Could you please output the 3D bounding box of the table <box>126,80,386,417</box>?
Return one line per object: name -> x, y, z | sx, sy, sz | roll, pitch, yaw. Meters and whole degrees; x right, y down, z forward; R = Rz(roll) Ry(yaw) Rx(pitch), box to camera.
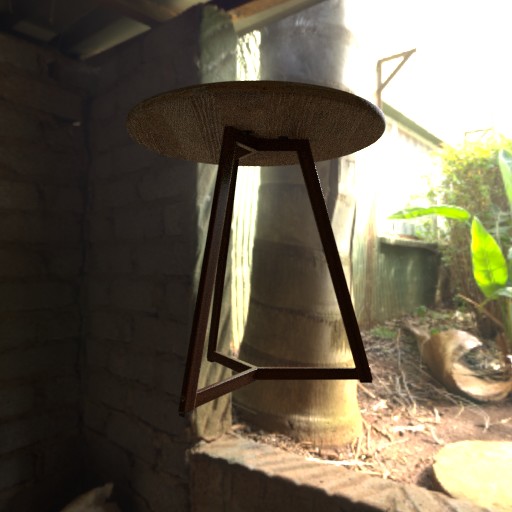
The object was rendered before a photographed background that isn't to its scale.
table -> 0.000, 0.000, 0.884 | 0.500, 0.500, 0.500 | 0, -1, 0
